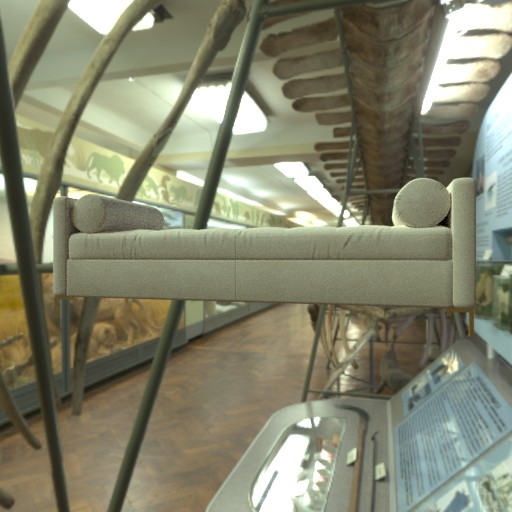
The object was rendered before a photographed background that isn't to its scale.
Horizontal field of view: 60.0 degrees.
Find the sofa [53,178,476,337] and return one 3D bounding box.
[{"bbox_3d":[0.000,0.000,2.319,1.981,0.635,0.686,0,0,16],"label":"sofa"}]
